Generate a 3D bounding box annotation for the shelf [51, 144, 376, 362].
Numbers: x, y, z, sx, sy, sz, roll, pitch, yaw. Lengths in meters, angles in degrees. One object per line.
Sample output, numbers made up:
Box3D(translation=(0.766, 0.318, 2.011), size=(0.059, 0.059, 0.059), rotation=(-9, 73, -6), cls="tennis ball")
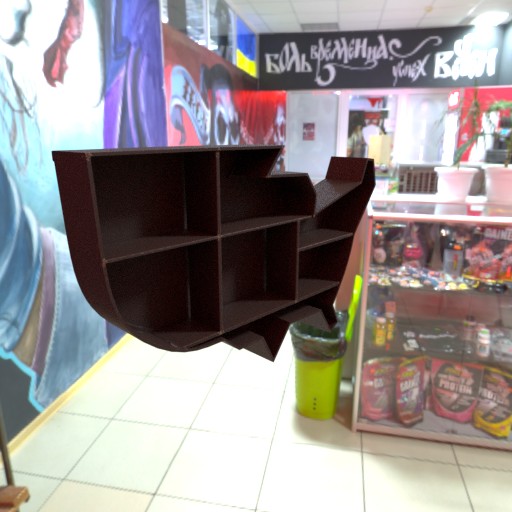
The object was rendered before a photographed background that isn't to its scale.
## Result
Box3D(translation=(0.000, 0.000, 0.902), size=(0.112, 0.439, 0.729), rotation=(15, 21, 42), cls="shelf")
